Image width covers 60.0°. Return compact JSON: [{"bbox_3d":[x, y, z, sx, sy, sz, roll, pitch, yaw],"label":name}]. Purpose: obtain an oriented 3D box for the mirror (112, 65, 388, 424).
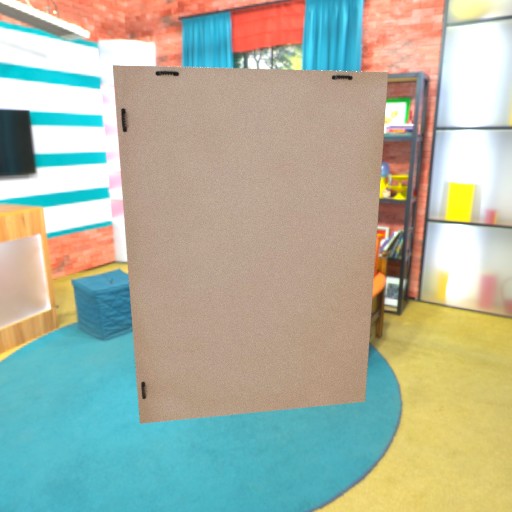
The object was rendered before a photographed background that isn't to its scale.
[{"bbox_3d":[0.000,0.000,0.908,0.507,0.710,0.039,-2,15,-9],"label":"mirror"}]
